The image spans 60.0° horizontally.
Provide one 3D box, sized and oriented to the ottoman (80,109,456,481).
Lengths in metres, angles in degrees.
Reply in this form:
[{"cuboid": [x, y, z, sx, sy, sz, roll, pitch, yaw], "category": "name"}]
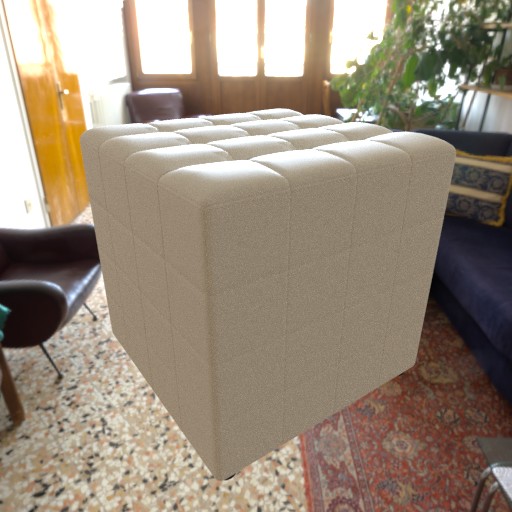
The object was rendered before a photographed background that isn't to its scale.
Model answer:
[{"cuboid": [0.000, 0.000, 0.776, 0.425, 0.432, 0.425, -17, 31, -31], "category": "ottoman"}]
